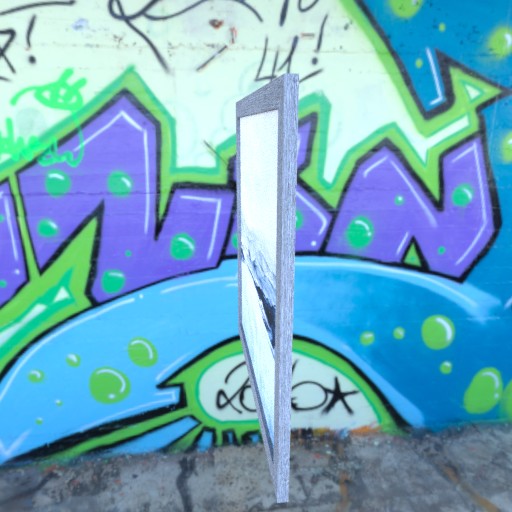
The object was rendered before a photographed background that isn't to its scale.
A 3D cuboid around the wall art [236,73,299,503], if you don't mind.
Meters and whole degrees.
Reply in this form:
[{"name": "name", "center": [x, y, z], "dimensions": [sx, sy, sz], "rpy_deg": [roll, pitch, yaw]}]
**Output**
[{"name": "wall art", "center": [0.000, 0.000, 0.991], "dimensions": [0.020, 0.685, 0.685], "rpy_deg": [-2, 16, -7]}]
